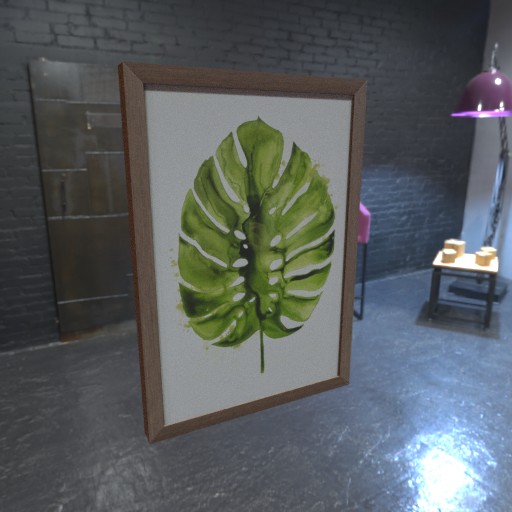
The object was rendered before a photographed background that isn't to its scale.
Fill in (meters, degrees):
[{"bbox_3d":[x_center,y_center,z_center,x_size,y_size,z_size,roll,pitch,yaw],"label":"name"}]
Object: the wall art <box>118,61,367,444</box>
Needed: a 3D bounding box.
[{"bbox_3d":[0.000,0.000,0.663,0.358,0.510,0.032,-7,16,-26],"label":"wall art"}]
